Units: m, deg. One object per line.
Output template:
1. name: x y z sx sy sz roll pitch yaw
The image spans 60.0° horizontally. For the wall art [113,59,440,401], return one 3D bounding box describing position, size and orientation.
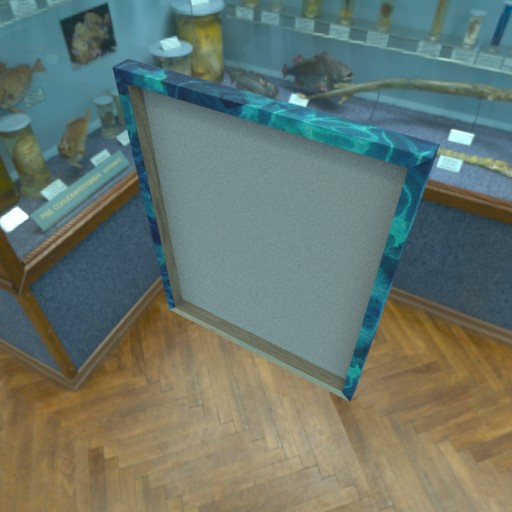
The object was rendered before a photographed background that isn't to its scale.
1. wall art: 0.000 0.000 0.856 0.508 0.635 0.038 23 50 20
